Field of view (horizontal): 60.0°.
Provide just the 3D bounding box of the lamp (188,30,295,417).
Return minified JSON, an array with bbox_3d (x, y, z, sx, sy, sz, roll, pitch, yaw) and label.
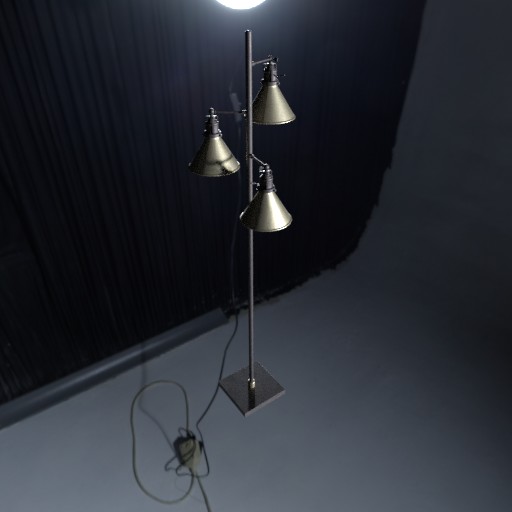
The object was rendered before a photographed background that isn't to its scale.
[{"bbox_3d":[0.000,0.000,1.883,0.428,1.716,0.415,-22,39,-30],"label":"lamp"}]
